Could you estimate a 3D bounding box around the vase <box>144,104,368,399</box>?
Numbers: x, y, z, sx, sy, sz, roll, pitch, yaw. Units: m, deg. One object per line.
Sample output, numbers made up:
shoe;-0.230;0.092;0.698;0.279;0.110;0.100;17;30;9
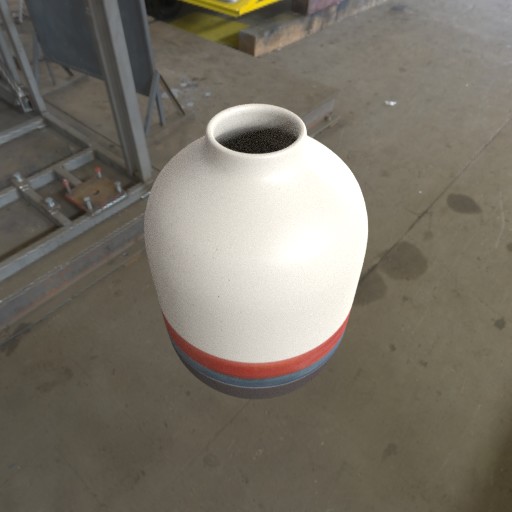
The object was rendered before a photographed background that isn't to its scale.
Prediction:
vase;0.000;0.000;0.366;0.169;0.237;0.169;0;47;0
